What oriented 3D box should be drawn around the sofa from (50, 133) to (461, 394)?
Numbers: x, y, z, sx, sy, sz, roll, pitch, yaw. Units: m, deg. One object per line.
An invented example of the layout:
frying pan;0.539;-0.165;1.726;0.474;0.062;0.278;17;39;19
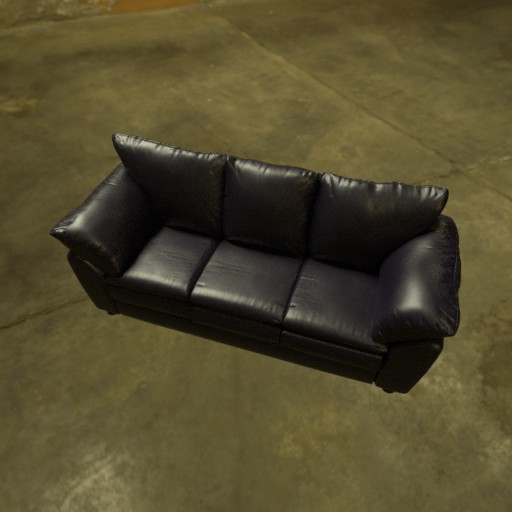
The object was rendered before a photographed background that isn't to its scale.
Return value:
sofa;0.000;0.000;2.807;2.336;1.073;0.880;13;43;14
